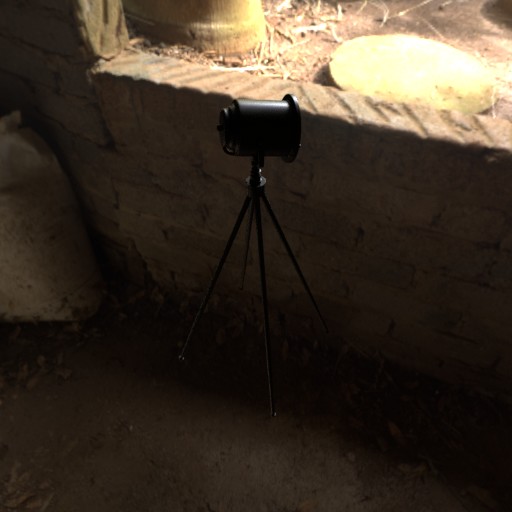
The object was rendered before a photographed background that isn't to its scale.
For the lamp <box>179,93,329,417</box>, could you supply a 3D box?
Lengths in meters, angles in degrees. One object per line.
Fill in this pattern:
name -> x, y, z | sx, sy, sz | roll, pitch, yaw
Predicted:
lamp -> 0.000, 0.000, 2.018 | 0.884, 1.504, 0.879 | -9, 47, -8
